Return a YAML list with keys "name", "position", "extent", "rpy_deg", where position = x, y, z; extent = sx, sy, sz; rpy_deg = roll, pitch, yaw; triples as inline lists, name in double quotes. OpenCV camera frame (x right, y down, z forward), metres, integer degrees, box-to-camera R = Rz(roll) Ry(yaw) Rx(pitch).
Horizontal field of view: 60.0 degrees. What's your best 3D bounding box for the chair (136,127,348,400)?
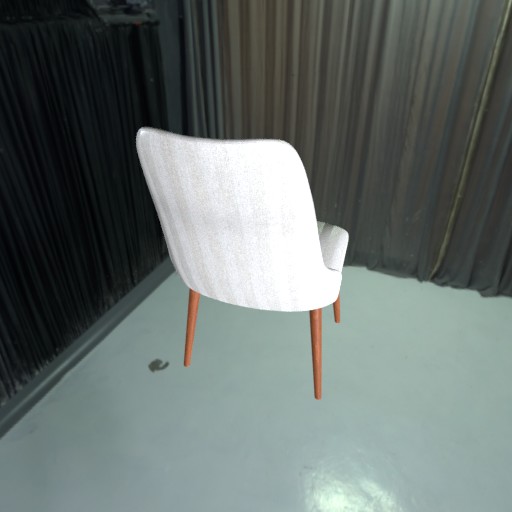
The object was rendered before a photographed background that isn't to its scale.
- name: "chair"
  position: [0.000, 0.000, 1.342]
  extent: [0.526, 0.917, 0.684]
  rpy_deg: [10, 33, 15]
